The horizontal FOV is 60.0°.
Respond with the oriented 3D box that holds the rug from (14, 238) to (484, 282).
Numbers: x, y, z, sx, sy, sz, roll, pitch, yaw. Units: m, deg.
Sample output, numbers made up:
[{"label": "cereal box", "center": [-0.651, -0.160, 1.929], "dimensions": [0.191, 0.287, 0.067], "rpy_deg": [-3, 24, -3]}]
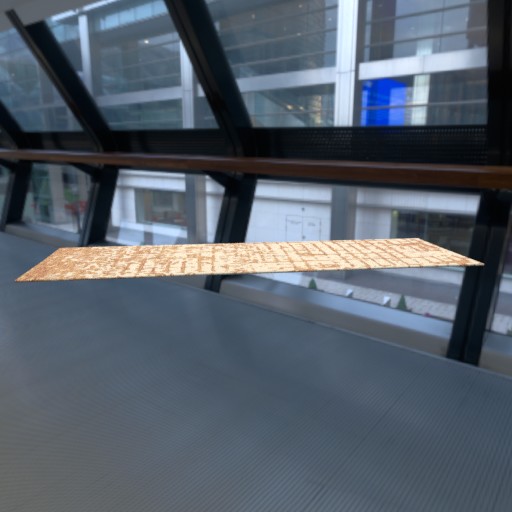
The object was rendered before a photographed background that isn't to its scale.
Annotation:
[{"label": "rug", "center": [0.000, 0.000, 2.638], "dimensions": [2.435, 0.011, 0.750], "rpy_deg": [-2, 13, -8]}]
